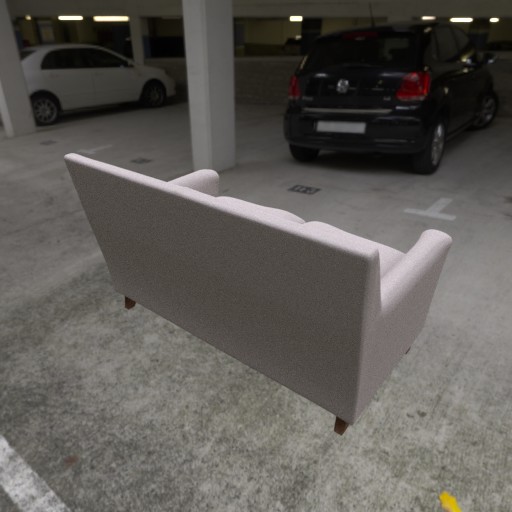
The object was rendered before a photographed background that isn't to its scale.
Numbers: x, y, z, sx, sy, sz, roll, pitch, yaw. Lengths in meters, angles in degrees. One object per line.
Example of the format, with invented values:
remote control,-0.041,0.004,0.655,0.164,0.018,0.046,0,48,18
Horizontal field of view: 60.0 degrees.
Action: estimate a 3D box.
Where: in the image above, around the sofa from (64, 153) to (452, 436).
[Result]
sofa,0.000,0.000,2.056,1.482,0.890,0.888,21,35,34
